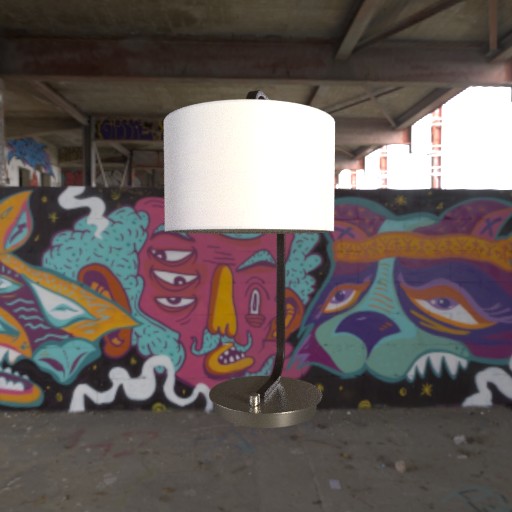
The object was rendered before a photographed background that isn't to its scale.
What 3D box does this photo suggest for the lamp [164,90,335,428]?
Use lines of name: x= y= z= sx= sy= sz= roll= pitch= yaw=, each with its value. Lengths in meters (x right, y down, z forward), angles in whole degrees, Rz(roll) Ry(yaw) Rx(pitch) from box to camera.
lamp: x=0.000 y=0.000 z=0.639 sx=0.230 sy=0.473 sz=0.288 roll=1 pitch=2 yaw=18
